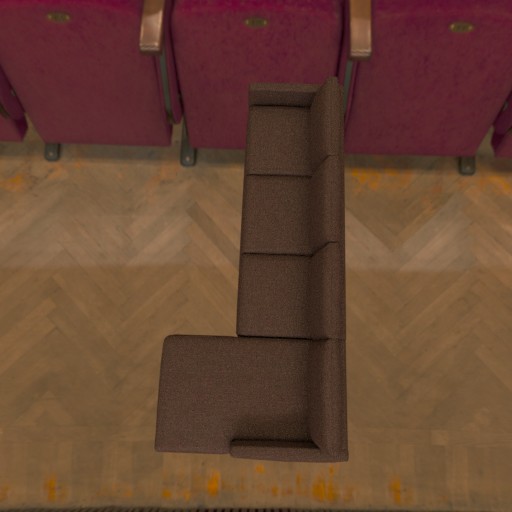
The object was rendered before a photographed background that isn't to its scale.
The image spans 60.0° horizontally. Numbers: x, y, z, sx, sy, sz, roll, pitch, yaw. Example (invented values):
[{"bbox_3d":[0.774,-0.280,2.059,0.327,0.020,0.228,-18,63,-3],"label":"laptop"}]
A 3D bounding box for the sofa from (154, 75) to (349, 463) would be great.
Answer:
[{"bbox_3d":[0.000,0.000,3.830,1.483,0.892,3.221,2,75,1],"label":"sofa"}]
